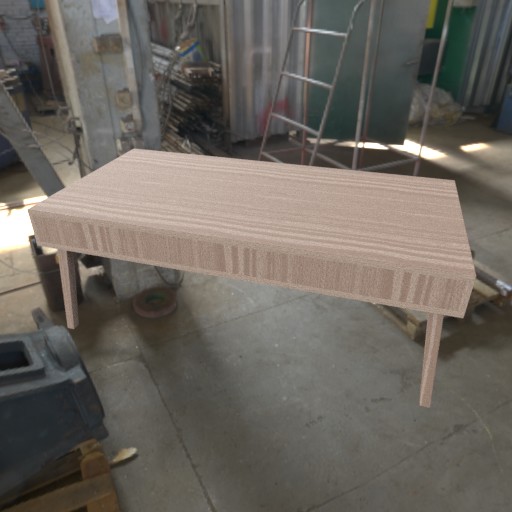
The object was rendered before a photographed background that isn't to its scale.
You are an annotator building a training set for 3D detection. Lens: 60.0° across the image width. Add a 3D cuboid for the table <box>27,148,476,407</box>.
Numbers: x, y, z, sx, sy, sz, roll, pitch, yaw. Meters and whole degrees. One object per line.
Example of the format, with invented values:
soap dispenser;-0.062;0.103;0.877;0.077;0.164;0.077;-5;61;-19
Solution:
table;0.000;0.000;1.490;1.200;0.450;0.600;9;32;14
